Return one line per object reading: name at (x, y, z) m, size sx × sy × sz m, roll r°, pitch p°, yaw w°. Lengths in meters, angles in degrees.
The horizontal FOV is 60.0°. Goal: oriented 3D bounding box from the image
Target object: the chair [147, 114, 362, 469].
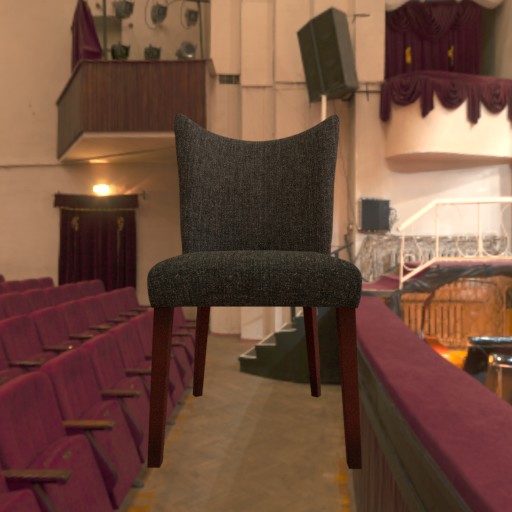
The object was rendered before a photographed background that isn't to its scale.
chair at (0.000, 0.000, 1.271) m, size 0.535 × 0.924 × 0.623 m, roll 0°, pitch 0°, yaw 1°
